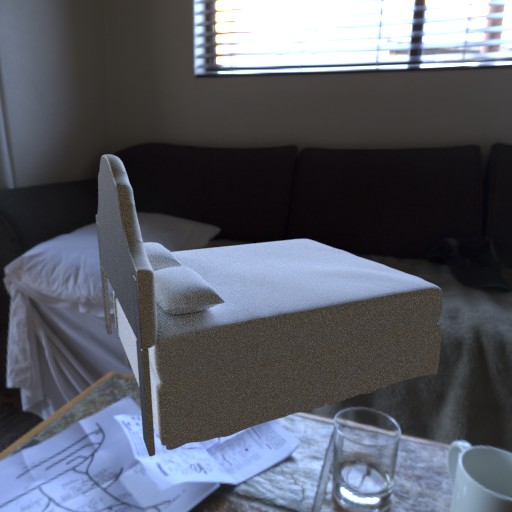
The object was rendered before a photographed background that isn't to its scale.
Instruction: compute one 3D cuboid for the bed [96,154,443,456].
[{"bbox_3d":[0.000,0.000,3.567,2.214,1.615,2.008,-7,16,-24],"label":"bed"}]
